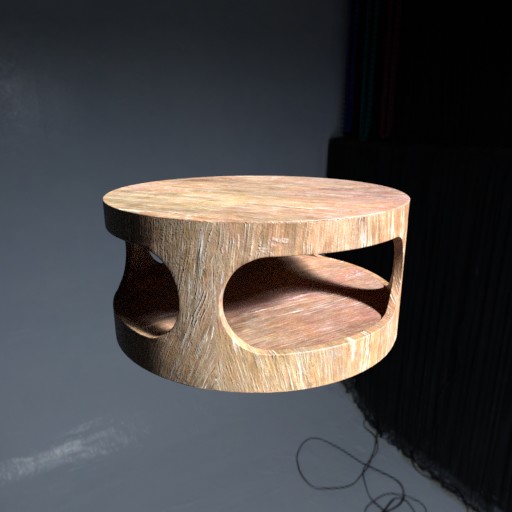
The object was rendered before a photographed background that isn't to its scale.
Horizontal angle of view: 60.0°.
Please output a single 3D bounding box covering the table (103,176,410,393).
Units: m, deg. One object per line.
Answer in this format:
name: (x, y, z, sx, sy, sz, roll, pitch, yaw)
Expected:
table: (0.000, 0.000, 1.546, 0.974, 0.450, 0.974, 0, 16, 0)
